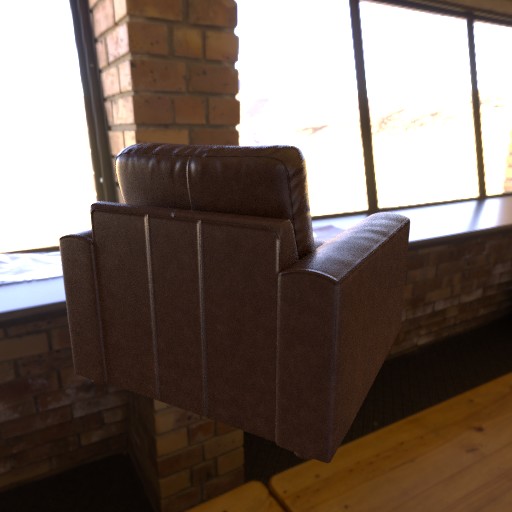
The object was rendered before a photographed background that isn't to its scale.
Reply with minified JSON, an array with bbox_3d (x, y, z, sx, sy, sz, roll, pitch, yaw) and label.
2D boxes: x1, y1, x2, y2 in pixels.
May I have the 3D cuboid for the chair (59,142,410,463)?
[{"bbox_3d":[0.000,0.000,1.745,1.005,0.873,1.016,8,18,27],"label":"chair"}]
